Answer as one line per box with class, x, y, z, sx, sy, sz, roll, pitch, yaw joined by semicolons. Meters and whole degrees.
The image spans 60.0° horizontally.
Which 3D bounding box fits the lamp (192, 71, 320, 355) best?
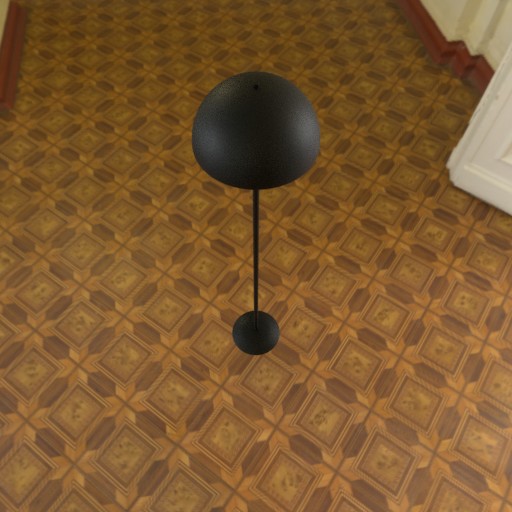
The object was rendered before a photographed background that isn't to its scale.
lamp;0.000;0.000;1.622;0.328;1.480;0.328;31;63;17
